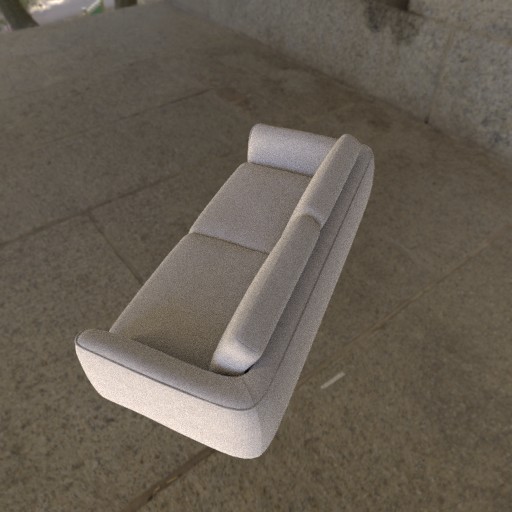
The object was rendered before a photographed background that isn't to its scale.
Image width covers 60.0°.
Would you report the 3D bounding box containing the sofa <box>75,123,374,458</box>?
[{"bbox_3d":[0.000,0.000,2.483,0.920,0.850,2.000,17,48,16],"label":"sofa"}]
